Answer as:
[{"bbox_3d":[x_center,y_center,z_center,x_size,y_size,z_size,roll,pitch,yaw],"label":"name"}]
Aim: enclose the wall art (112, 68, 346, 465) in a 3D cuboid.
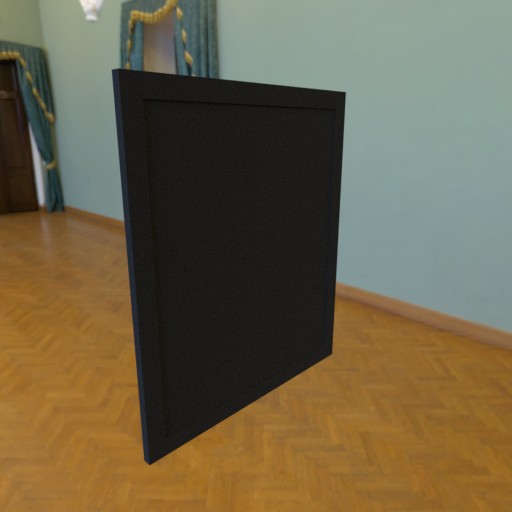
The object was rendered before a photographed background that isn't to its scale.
[{"bbox_3d":[0.000,0.000,0.496,0.010,0.361,0.311,15,22,42],"label":"wall art"}]
